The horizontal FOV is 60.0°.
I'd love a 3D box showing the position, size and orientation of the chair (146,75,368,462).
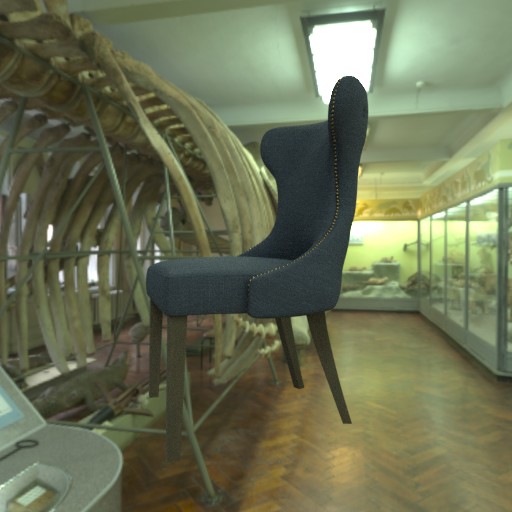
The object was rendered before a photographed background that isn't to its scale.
[{"bbox_3d":[0.000,0.000,1.382,0.635,0.967,0.628,0,1,-18],"label":"chair"}]
